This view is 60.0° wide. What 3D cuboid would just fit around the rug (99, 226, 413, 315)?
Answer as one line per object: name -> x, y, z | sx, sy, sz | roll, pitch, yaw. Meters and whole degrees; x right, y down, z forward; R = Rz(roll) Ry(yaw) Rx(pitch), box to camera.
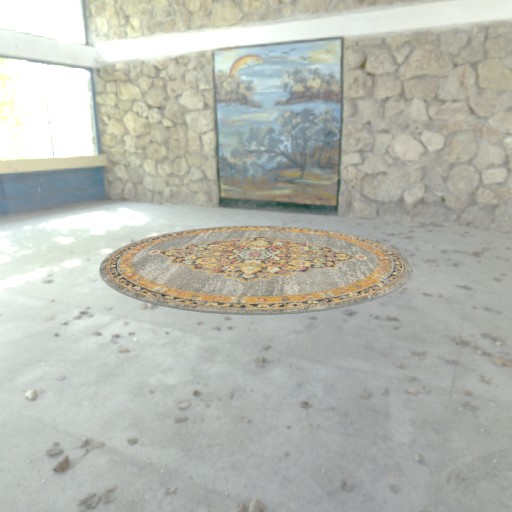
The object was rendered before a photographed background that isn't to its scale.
rug -> 0.000, 0.000, 3.552 | 2.382, 0.014, 2.382 | 0, 15, 0
